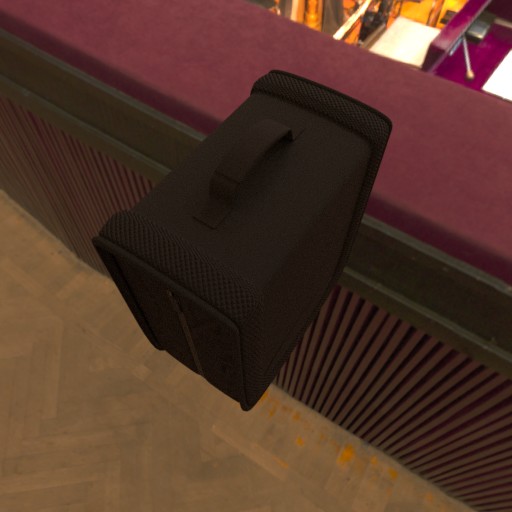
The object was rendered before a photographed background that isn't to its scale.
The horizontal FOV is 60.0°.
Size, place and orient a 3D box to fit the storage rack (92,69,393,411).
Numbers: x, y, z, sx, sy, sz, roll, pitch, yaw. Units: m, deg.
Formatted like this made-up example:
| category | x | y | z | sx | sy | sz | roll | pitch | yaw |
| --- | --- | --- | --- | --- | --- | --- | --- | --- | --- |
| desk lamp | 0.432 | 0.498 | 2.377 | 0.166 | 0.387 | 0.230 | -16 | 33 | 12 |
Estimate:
| category | x | y | z | sx | sy | sz | roll | pitch | yaw |
| --- | --- | --- | --- | --- | --- | --- | --- | --- | --- |
| storage rack | 0.000 | 0.000 | 0.568 | 0.168 | 0.387 | 0.297 | 30 | 63 | 17 |
